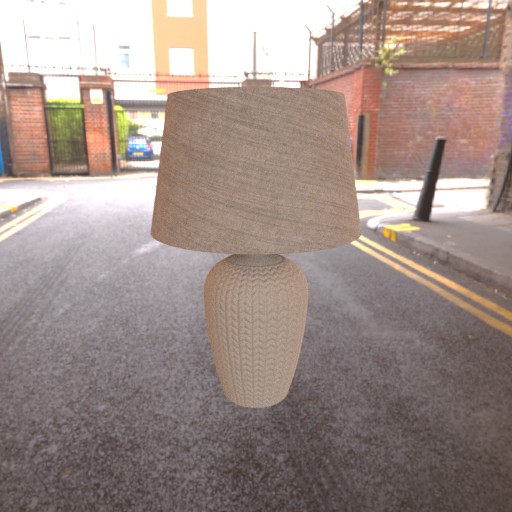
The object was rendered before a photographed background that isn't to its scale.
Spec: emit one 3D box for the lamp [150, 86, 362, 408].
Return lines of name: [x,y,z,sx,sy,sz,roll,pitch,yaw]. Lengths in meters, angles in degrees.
lamp: [0.000,0.000,0.854,0.390,0.580,0.390,0,15,0]
